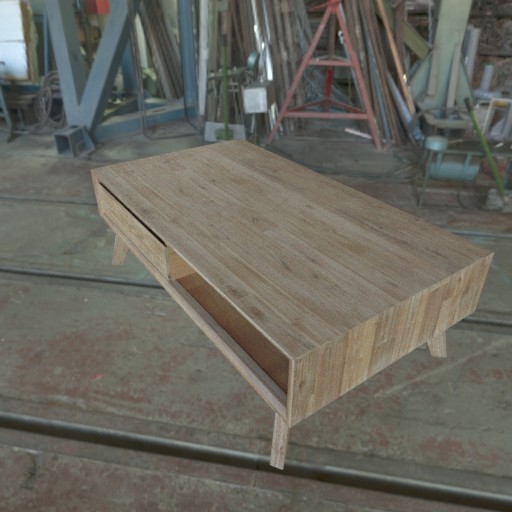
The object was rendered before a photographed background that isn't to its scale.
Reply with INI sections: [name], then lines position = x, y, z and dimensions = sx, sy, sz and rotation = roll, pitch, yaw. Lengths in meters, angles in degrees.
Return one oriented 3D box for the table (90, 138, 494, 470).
[table]
position = 0.000, 0.000, 2.035
dimensions = 0.918, 0.531, 1.619
rotation = -20, 37, -29
